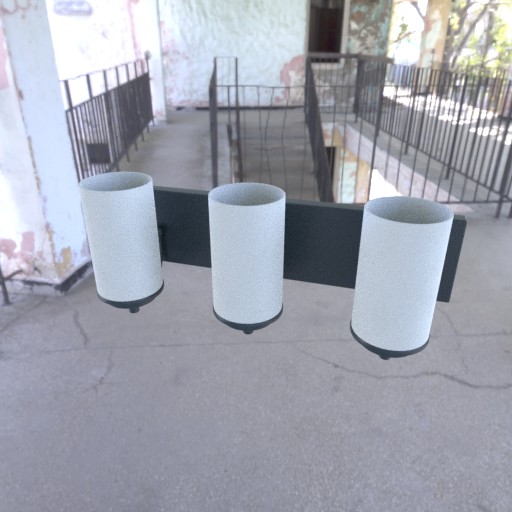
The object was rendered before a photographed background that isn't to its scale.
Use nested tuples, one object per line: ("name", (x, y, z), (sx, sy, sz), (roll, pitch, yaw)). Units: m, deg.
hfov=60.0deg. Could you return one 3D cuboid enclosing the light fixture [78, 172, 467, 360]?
("light fixture", (0.000, 0.000, 0.520), (0.451, 0.172, 0.145), (8, 27, 15))
